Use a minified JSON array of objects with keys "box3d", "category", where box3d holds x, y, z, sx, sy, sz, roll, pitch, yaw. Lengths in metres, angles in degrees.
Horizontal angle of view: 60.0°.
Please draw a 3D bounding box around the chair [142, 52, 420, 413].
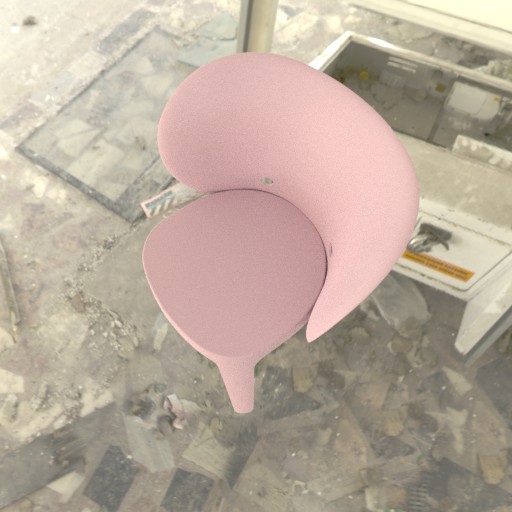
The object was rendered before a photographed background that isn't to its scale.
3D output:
[{"box3d":[0.000,0.000,0.843,0.402,0.554,0.451,-34,68,-16],"category":"chair"}]
